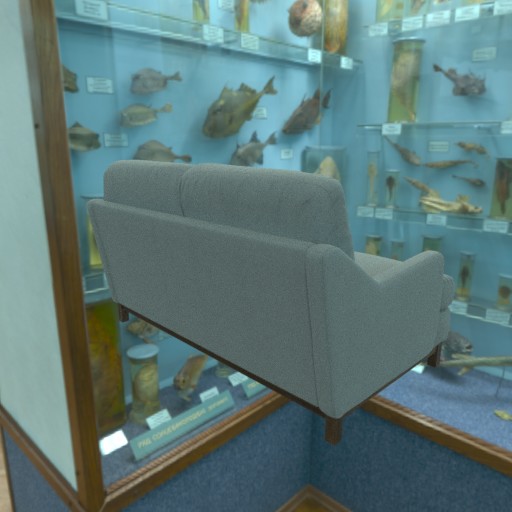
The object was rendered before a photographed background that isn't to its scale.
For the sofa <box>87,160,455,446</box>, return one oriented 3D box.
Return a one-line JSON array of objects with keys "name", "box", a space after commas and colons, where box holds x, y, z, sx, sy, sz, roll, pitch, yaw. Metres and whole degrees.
[{"name": "sofa", "box": [0.000, 0.000, 2.171, 0.987, 0.921, 1.589, -14, 20, -42]}]
